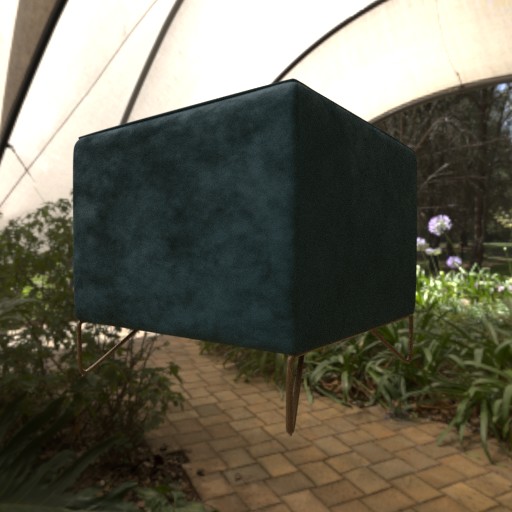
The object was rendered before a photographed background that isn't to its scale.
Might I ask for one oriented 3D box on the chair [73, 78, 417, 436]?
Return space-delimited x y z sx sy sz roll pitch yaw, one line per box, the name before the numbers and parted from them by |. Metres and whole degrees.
chair | 0.000 0.000 1.555 0.880 0.790 0.894 0 1 36
